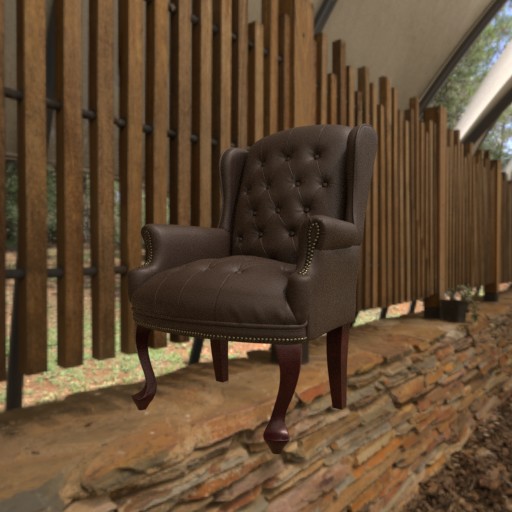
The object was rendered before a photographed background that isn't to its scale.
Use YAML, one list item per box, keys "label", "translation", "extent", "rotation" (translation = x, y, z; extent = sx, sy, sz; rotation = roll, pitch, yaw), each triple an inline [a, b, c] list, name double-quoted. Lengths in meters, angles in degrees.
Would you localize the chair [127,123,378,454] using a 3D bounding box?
- label: "chair"
  translation: [0.000, 0.000, 1.712]
  extent: [0.829, 1.132, 0.819]
  rotation: [0, 1, 36]
